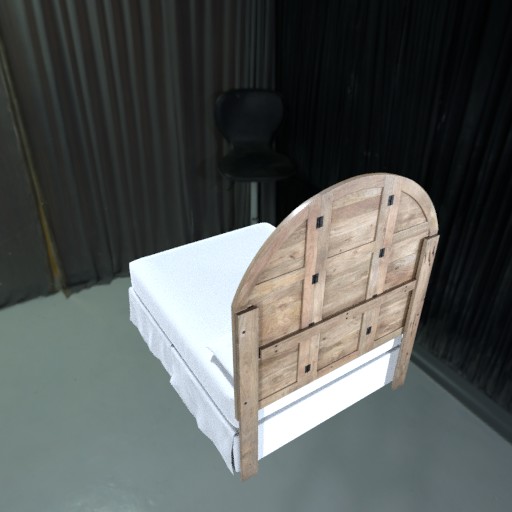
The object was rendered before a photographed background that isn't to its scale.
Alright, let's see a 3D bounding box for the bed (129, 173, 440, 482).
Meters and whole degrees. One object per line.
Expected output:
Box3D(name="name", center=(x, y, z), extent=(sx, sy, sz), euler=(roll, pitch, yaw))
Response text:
Box3D(name="bed", center=(0.000, 0.000, 3.621), extent=(1.713, 2.002, 2.112), euler=(-18, 36, -28))
